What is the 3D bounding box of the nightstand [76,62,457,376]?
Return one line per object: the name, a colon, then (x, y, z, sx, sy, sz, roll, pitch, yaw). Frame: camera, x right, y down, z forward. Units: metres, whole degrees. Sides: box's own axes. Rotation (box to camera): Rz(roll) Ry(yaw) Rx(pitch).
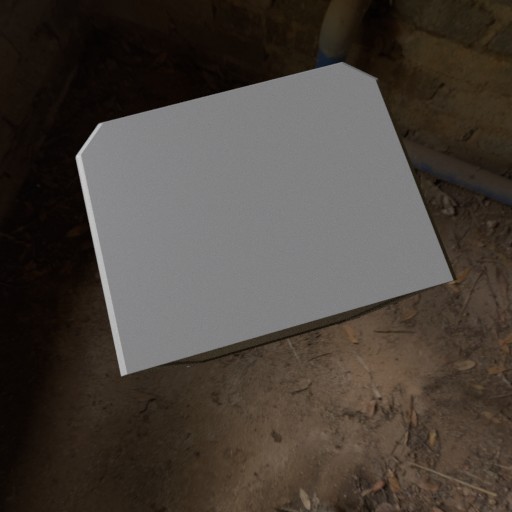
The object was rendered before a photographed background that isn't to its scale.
nightstand: (0.000, 0.000, 0.922, 0.450, 0.680, 0.350, -15, 78, -4)
